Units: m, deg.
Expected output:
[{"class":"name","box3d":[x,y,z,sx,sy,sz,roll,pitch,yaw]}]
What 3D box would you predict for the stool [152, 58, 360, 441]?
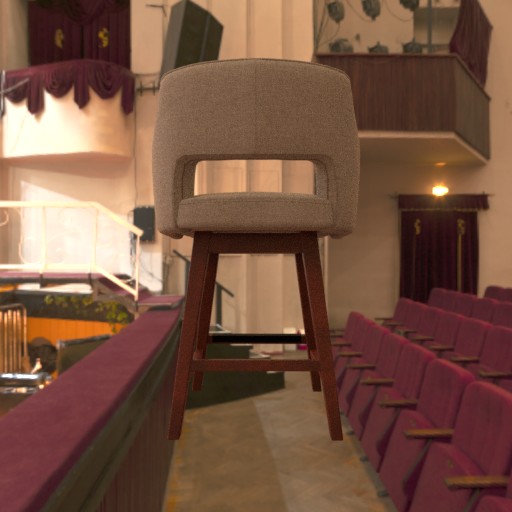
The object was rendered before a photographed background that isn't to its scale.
[{"class":"stool","box3d":[0.000,0.000,1.318,0.599,0.944,0.558,0,0,1]}]
